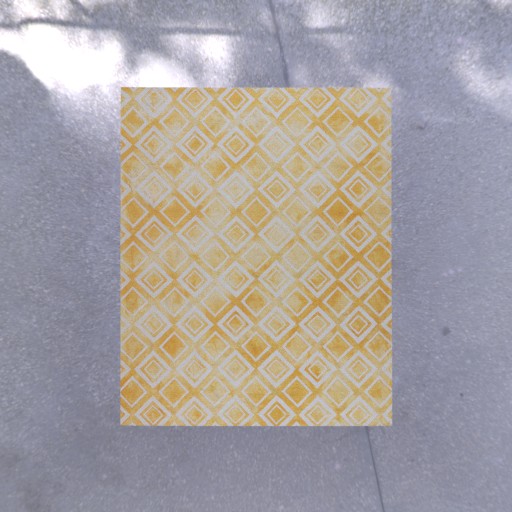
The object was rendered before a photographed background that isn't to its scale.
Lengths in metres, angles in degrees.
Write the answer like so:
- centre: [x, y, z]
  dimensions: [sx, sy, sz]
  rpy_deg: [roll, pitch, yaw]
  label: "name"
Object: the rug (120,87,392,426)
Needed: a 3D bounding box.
- centre: [0.000, 0.000, 3.974]
  dimensions: [2.433, 0.011, 3.037]
  rpy_deg: [0, 90, 0]
  label: "rug"
